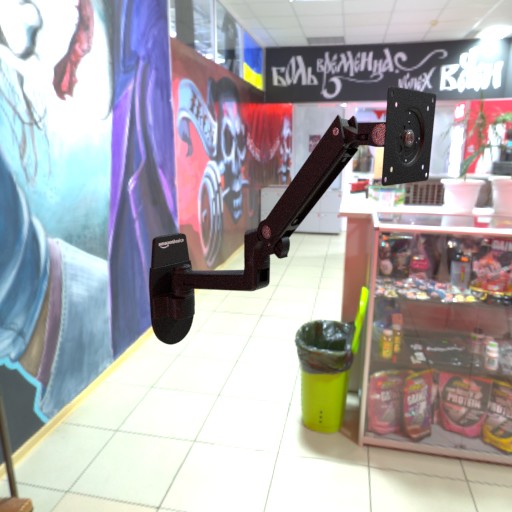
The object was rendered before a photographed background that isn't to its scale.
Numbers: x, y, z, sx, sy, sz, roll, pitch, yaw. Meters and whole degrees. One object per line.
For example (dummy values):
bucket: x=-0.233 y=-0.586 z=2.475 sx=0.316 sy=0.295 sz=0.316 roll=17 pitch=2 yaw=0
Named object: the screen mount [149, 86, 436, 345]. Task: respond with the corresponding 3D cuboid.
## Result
screen mount: x=0.000 y=0.000 z=0.716 sx=0.495 sy=0.466 sz=0.115 roll=14 pitch=20 yaw=43
